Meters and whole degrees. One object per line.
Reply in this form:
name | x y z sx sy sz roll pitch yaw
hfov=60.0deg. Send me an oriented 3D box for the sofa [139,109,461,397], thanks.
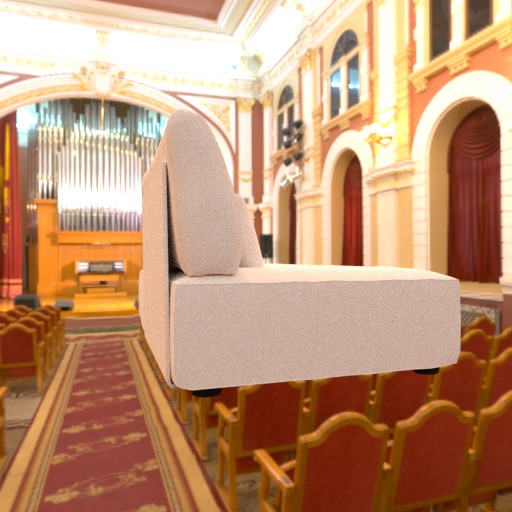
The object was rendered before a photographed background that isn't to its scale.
sofa | 0.000 0.000 2.049 1.000 0.820 1.450 0 0 -19
